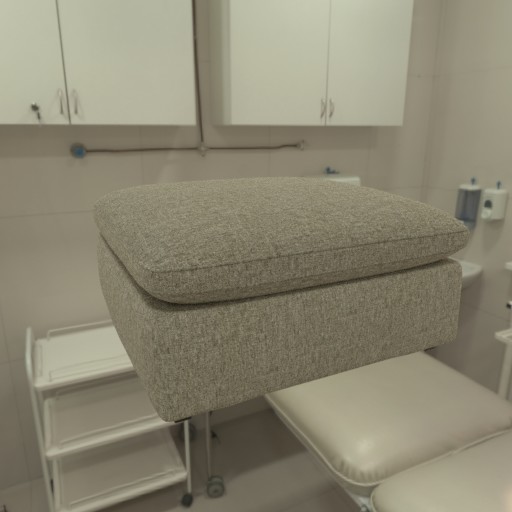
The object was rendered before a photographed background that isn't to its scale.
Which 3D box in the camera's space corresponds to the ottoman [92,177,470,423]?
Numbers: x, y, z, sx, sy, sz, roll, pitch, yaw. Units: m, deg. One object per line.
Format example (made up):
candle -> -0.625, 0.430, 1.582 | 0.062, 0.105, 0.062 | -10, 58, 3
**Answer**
ottoman -> 0.000, 0.000, 1.616 | 1.035, 0.526, 1.039 | -8, 18, -25
